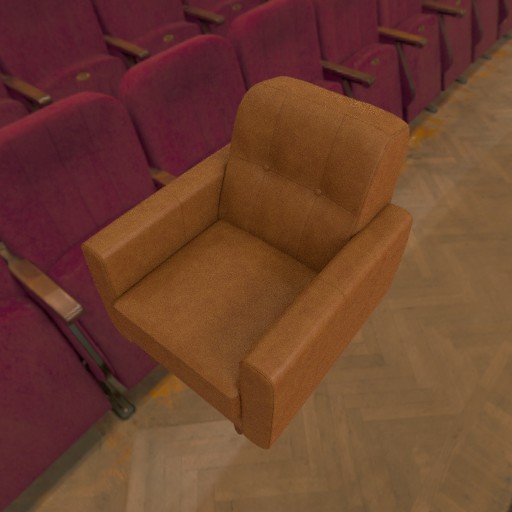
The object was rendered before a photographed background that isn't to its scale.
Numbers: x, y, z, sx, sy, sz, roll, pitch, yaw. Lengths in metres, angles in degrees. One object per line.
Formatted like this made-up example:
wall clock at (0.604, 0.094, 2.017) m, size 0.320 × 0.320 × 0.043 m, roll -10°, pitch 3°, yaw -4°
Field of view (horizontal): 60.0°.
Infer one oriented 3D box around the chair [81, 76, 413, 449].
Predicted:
chair at (0.000, 0.000, 1.668) m, size 0.845 × 0.968 × 0.942 m, roll 31°, pitch 54°, yaw 25°
